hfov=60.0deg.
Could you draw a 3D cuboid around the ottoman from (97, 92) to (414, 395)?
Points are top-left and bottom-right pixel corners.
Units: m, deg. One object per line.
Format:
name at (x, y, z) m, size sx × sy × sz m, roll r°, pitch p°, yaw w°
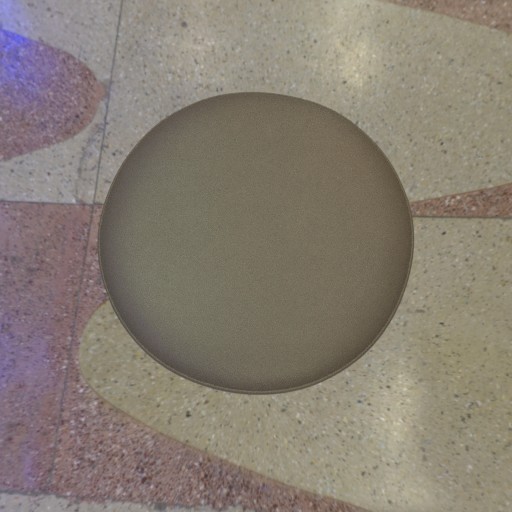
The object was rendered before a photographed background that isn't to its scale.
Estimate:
ottoman at (0.000, 0.000, 0.858) m, size 0.500 × 0.409 × 0.500 m, roll 0°, pitch 76°, yaw 0°
